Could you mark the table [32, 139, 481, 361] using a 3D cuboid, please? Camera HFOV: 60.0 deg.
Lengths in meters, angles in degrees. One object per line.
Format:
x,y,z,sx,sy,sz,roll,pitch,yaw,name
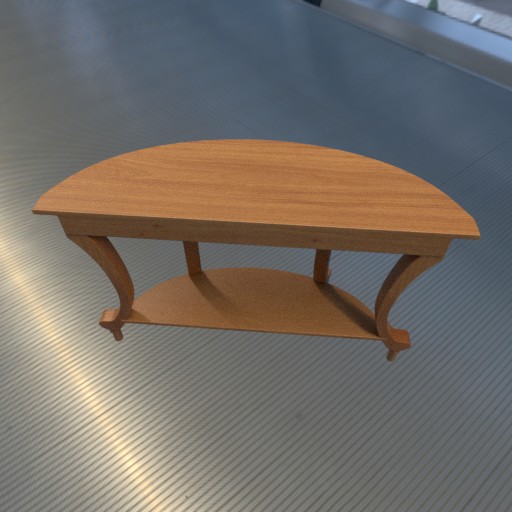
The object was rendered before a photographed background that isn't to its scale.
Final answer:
0.000,0.000,1.563,1.198,0.692,0.394,4,48,3,table
